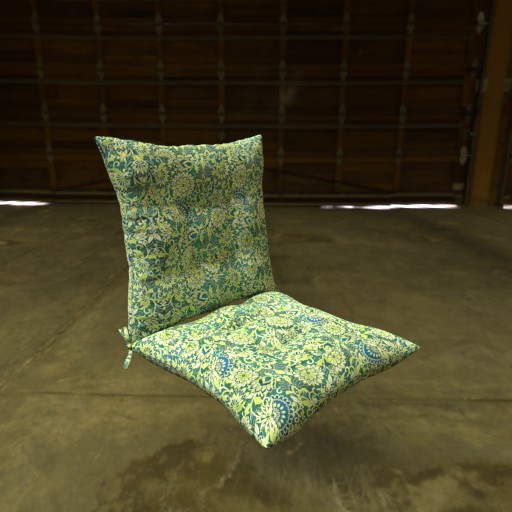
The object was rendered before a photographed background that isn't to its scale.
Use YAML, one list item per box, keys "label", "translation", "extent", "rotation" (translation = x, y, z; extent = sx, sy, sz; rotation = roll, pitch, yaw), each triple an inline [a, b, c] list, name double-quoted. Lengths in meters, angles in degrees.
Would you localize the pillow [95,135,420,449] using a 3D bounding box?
- label: "pillow"
  translation: [0.000, 0.000, 1.018]
  extent: [0.541, 0.536, 0.585]
  rotation: [-14, 20, -41]
